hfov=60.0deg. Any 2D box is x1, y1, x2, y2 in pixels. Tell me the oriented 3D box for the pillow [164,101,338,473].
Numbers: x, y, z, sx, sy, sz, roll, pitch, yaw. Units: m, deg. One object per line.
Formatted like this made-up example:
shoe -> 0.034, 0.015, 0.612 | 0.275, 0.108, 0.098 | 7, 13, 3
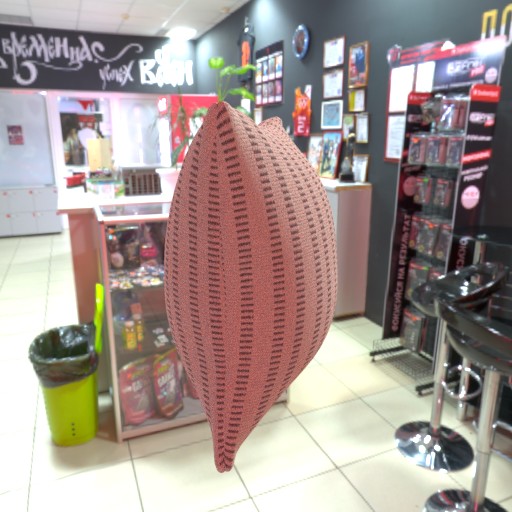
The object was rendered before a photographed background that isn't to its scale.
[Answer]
pillow -> 0.000, 0.000, 0.672 | 0.247, 0.419, 0.438 | 3, 15, 9
